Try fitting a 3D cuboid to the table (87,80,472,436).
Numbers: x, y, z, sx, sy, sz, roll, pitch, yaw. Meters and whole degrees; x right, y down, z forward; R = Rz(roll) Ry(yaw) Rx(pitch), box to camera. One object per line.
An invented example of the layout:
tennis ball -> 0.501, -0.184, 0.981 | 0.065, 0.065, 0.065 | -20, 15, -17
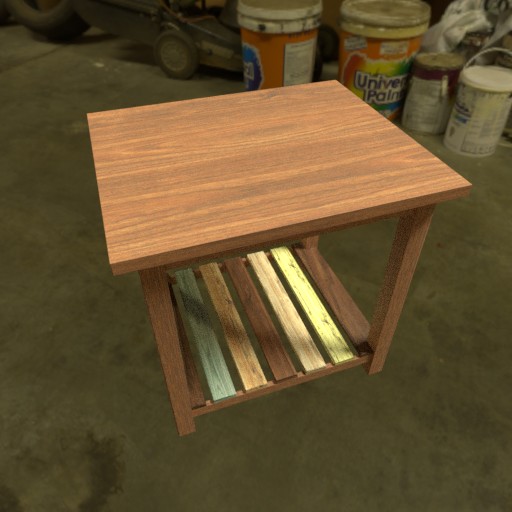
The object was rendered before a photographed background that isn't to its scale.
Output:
table -> 0.000, 0.000, 1.154 | 0.660, 0.635, 0.559 | -13, 43, -14
